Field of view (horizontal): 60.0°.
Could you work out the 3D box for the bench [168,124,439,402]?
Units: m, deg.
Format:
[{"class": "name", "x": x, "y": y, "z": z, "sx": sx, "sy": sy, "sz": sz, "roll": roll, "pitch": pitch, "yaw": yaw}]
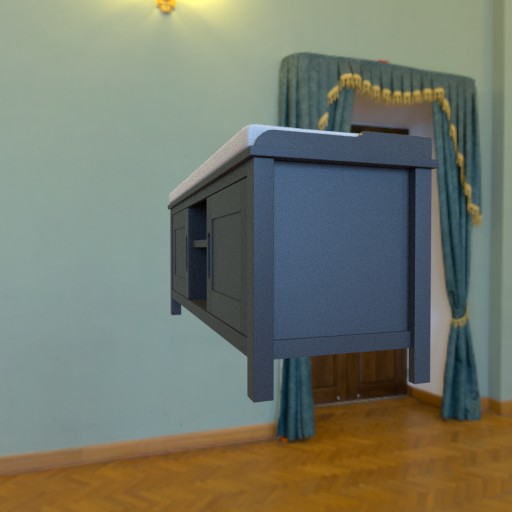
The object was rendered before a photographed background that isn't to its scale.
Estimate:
[{"class": "bench", "x": 0.000, "y": 0.000, "z": 1.373, "sx": 0.398, "sy": 0.501, "sz": 1.140, "roll": 0, "pitch": 1, "yaw": -18}]
